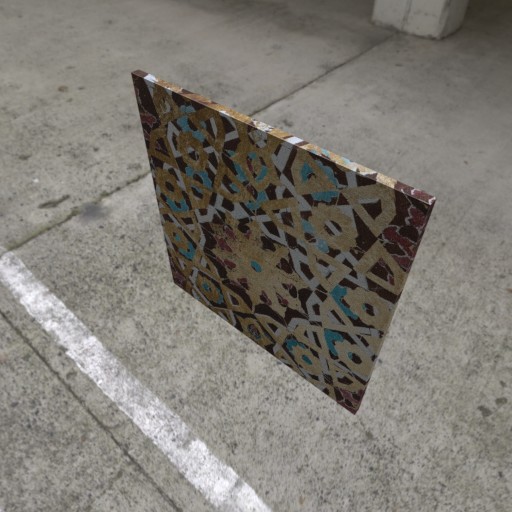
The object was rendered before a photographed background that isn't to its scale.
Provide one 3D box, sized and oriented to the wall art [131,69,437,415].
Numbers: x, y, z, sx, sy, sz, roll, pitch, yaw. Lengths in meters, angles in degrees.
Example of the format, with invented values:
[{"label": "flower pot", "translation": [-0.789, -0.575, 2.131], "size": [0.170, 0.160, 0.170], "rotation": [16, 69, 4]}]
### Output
[{"label": "wall art", "translation": [0.000, 0.000, 1.157], "size": [0.757, 0.762, 0.028], "rotation": [32, 54, 27]}]
